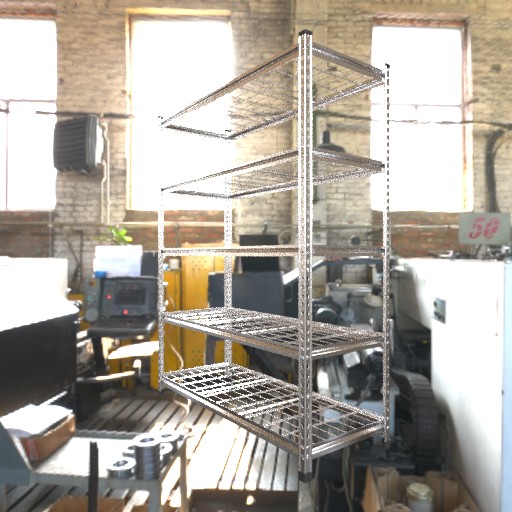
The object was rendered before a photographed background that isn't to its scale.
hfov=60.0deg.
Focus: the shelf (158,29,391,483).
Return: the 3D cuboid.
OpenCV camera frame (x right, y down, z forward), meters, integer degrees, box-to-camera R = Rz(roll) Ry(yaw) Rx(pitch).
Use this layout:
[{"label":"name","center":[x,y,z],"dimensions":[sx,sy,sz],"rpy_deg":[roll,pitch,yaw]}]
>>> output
[{"label":"shelf","center":[0.000,0.000,2.721],"dimensions":[0.610,1.981,1.524],"rpy_deg":[0,0,-37]}]
